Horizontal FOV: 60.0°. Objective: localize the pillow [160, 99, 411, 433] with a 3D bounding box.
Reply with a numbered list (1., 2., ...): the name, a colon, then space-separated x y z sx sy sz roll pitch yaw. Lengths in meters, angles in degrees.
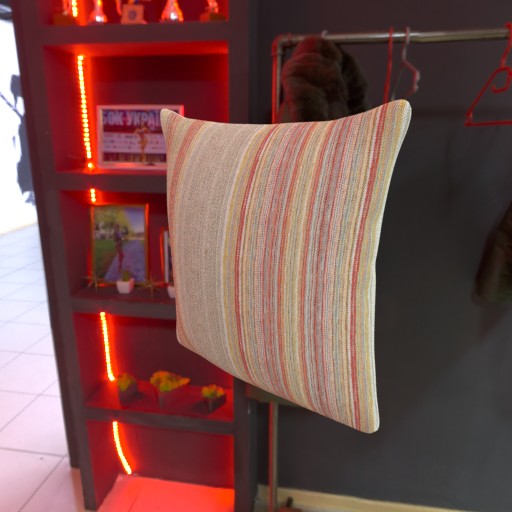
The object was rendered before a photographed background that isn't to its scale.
1. pillow: 0.000 0.000 0.689 0.451 0.449 0.191 14 21 40
